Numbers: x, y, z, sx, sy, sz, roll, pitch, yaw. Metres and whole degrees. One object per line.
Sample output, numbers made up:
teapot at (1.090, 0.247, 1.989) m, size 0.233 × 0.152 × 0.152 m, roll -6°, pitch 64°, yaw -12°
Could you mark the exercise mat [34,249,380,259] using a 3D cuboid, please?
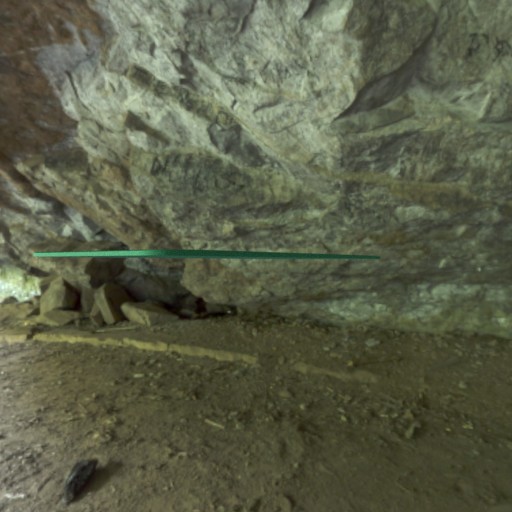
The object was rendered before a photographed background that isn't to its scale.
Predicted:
exercise mat at (0.000, 0.000, 2.109) m, size 0.616 × 0.021 × 1.869 m, roll -1°, pitch -1°, yaw 34°
